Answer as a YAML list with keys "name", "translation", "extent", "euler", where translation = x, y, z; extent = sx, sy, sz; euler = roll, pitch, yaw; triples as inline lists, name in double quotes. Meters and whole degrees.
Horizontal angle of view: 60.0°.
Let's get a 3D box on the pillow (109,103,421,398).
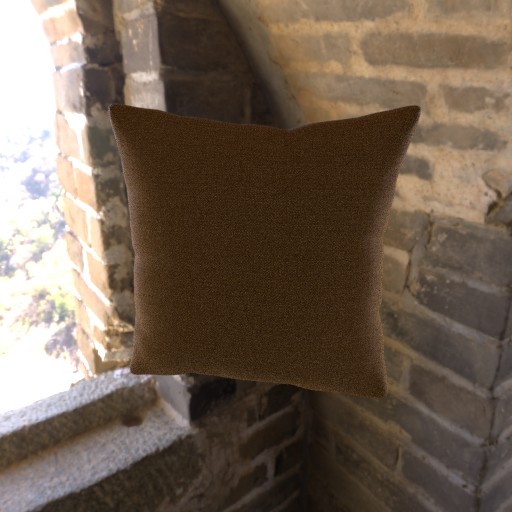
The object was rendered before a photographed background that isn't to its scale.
- name: "pillow"
  translation: [0.000, 0.000, 0.668]
  extent: [0.432, 0.437, 0.147]
  euler: [2, 17, 8]
